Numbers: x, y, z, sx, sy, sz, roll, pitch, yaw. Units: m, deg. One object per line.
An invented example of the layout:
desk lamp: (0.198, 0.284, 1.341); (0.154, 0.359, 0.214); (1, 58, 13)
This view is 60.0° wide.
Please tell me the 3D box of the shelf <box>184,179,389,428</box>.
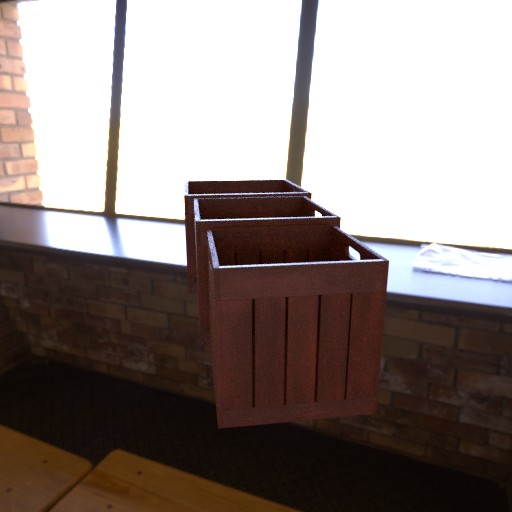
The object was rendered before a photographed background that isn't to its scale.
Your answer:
shelf: (0.000, 0.000, 1.254); (0.393, 0.311, 1.064); (-2, 16, -8)
